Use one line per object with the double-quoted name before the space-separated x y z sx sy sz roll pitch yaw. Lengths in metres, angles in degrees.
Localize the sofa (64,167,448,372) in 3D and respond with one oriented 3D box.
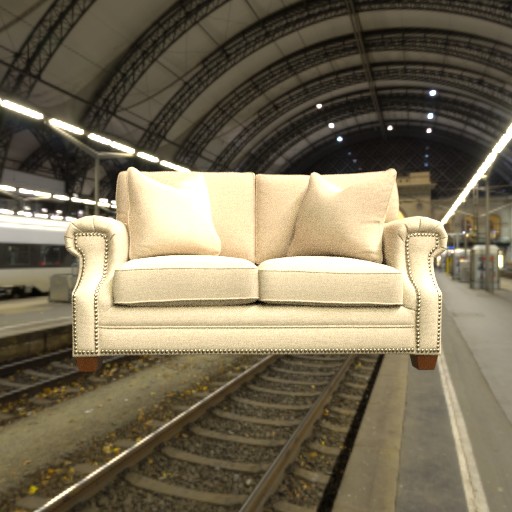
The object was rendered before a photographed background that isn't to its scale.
"sofa" 0.000 0.000 2.295 1.701 0.966 0.966 0 0 -1
